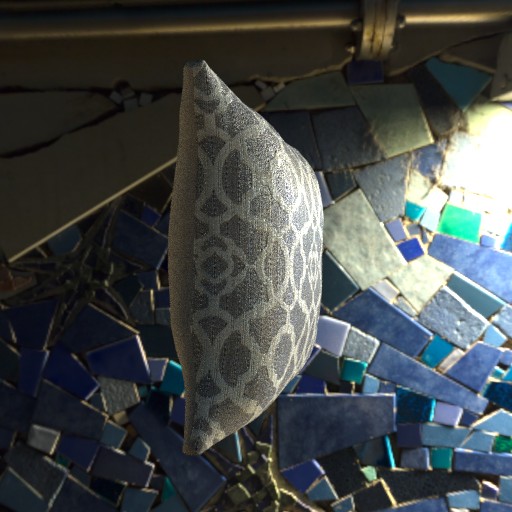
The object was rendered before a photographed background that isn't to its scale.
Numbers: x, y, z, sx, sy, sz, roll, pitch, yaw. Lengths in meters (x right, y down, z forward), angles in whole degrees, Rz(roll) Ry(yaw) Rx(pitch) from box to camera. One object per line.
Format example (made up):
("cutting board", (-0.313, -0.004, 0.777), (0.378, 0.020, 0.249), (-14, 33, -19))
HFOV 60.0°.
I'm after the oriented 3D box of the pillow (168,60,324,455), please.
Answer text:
("pillow", (0.000, 0.000, 0.788), (0.215, 0.498, 0.508), (0, 0, 19))
